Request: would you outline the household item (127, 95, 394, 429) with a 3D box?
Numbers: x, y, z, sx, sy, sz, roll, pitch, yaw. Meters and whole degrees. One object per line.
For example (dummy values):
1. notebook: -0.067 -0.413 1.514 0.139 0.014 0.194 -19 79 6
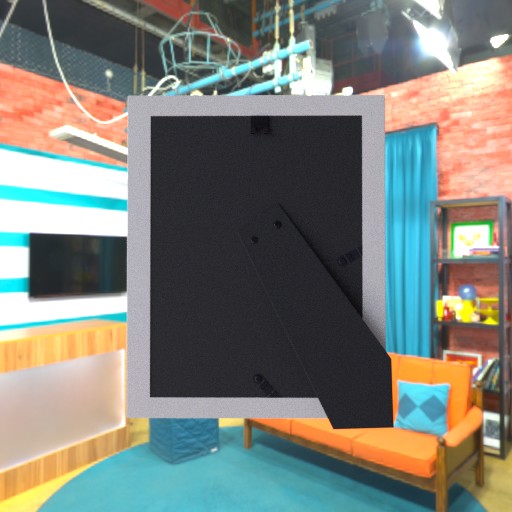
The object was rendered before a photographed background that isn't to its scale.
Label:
1. household item: 0.000 0.000 0.340 0.200 0.250 0.045 0 -1 1
